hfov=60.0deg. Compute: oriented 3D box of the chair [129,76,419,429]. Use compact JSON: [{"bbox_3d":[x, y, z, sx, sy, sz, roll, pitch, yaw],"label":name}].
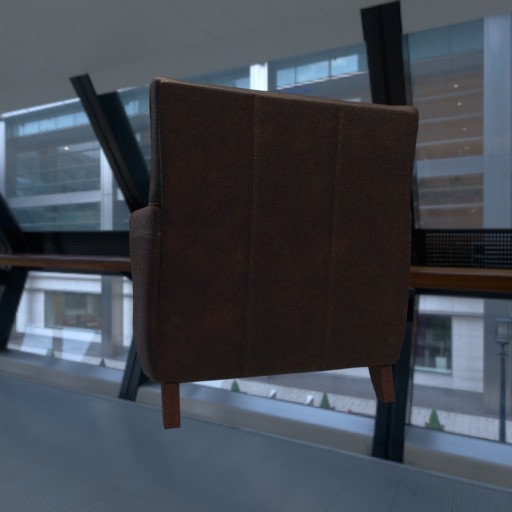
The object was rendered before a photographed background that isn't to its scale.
[{"bbox_3d":[0.000,0.000,1.623,0.870,0.943,0.823,0,0,-18],"label":"chair"}]
